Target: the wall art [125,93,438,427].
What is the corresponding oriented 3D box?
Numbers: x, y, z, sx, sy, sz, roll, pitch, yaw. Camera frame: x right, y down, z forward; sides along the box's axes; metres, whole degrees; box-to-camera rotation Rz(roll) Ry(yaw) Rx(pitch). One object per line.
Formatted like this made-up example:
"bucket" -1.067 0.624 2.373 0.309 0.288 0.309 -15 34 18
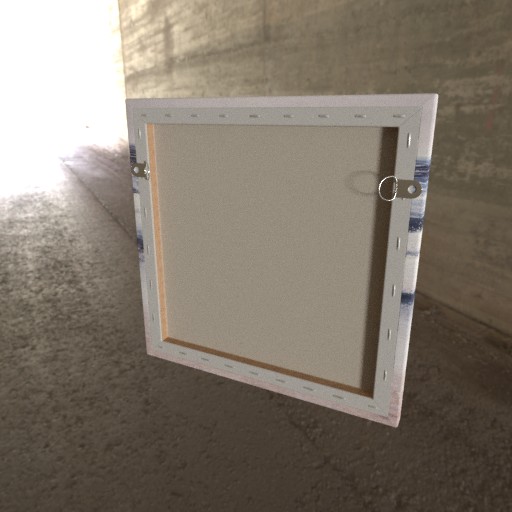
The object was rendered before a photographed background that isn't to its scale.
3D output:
"wall art" 0.000 0.000 1.102 0.755 0.747 0.065 9 20 25
